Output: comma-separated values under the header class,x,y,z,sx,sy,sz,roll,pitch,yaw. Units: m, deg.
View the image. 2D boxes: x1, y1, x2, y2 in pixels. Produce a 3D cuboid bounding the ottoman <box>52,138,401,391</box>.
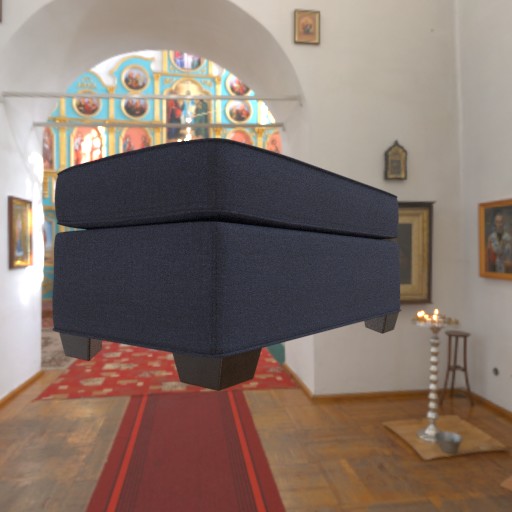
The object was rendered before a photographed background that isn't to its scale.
class,x,y,z,sx,sy,sz,roll,pitch,yaw
ottoman,0.000,0.000,1.184,0.505,0.453,0.895,-1,-1,37
